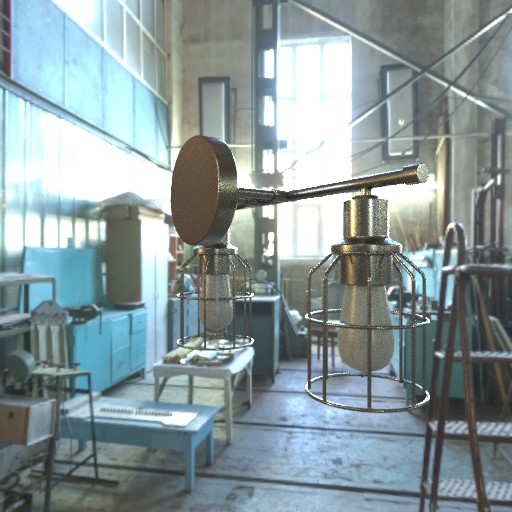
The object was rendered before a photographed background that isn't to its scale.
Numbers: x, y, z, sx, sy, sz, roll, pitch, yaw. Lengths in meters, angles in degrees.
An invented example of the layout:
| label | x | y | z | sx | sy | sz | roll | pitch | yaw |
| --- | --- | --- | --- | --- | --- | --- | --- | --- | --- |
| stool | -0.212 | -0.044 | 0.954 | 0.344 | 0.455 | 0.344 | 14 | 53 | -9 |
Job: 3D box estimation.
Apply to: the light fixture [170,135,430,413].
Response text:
| label | x | y | z | sx | sy | sz | roll | pitch | yaw |
| --- | --- | --- | --- | --- | --- | --- | --- | --- | --- |
| light fixture | 0.000 | 0.000 | 0.516 | 0.165 | 0.254 | 0.406 | 0 | 0 | -35 |
